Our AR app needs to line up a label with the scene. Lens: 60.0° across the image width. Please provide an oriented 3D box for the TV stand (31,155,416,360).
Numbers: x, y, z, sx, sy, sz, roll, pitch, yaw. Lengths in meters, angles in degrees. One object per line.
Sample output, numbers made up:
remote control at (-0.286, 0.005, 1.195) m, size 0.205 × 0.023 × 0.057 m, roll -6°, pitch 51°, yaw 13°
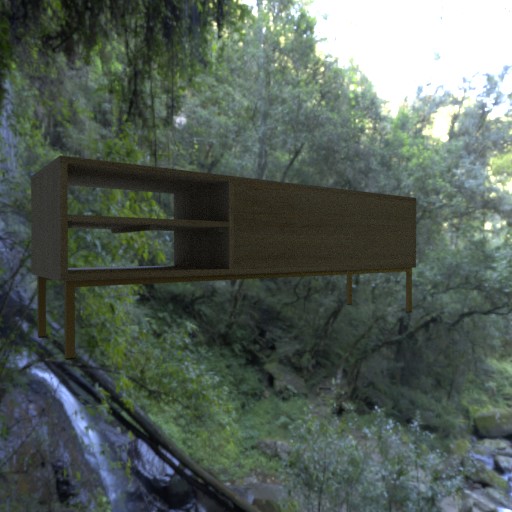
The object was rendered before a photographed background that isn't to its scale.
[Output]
TV stand at (0.000, 0.000, 1.822) m, size 1.600 × 0.550 × 0.420 m, roll -1°, pitch 1°, yaw -36°
